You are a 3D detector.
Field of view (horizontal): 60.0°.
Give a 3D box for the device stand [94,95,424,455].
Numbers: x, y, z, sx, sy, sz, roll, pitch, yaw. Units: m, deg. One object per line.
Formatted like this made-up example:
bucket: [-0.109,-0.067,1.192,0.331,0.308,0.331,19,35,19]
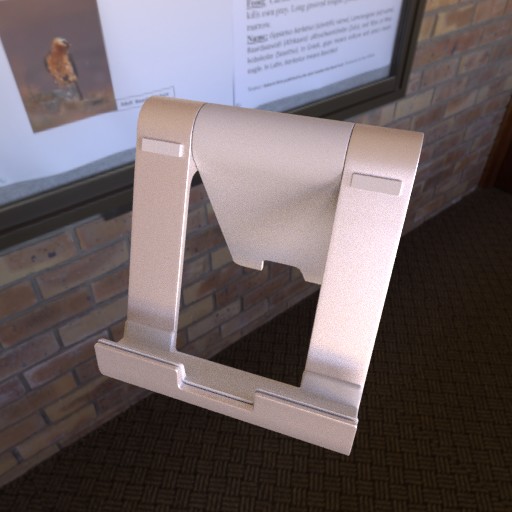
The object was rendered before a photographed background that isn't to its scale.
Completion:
device stand: [0.000,0.000,0.148,0.086,0.084,0.079,13,42,15]
